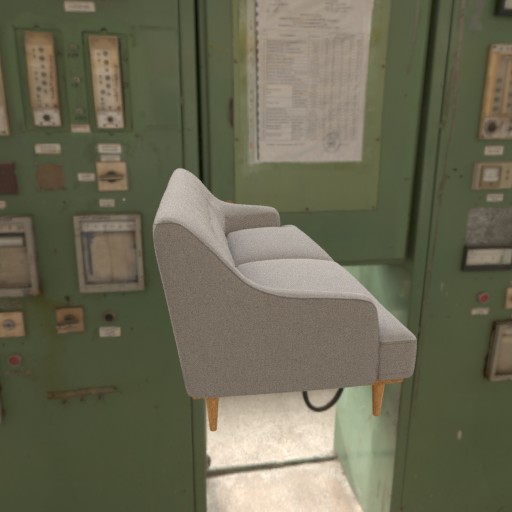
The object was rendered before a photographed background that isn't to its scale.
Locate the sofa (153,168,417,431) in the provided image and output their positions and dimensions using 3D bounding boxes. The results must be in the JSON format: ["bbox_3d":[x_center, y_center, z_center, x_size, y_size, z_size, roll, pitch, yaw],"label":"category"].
[{"bbox_3d":[0.000,0.000,2.558,0.978,0.871,2.057,-2,16,-8],"label":"sofa"}]
